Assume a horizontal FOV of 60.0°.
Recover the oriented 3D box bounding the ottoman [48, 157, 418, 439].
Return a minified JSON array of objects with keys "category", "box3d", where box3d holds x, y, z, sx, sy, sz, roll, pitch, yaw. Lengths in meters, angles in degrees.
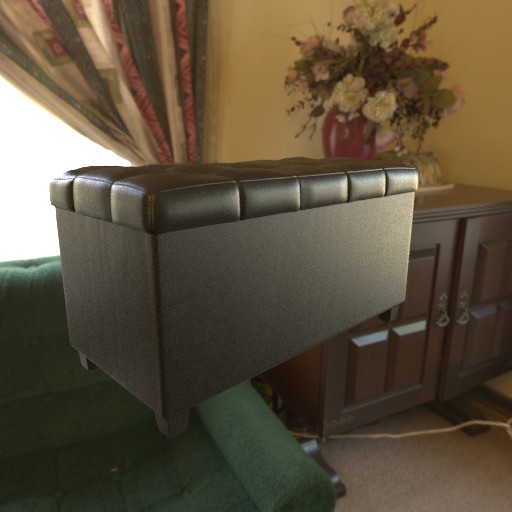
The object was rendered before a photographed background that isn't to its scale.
[{"category":"ottoman","box3d":[0.000,0.000,1.119,0.838,0.470,0.432,-14,20,-42]}]
